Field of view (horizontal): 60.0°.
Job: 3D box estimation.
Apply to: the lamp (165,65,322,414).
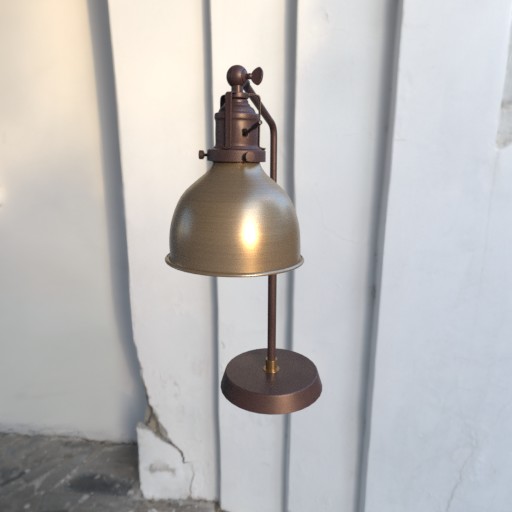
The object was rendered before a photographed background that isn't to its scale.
[{"bbox_3d":[0.000,0.000,0.605,0.175,0.469,0.298,7,17,25],"label":"lamp"}]
